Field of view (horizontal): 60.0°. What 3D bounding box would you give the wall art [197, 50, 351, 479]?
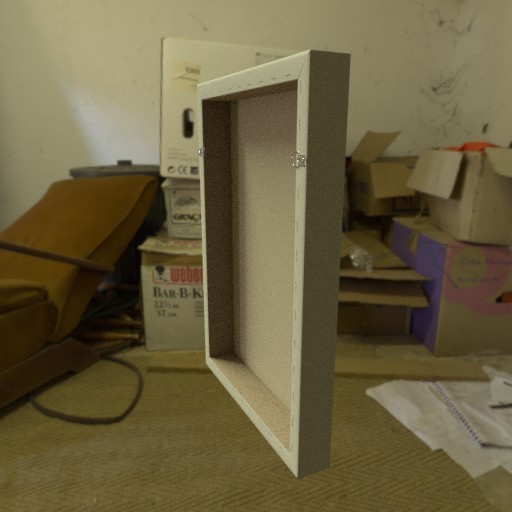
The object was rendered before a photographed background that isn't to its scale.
[{"bbox_3d":[0.000,0.000,0.494,0.039,0.381,0.252,-7,17,-26],"label":"wall art"}]
